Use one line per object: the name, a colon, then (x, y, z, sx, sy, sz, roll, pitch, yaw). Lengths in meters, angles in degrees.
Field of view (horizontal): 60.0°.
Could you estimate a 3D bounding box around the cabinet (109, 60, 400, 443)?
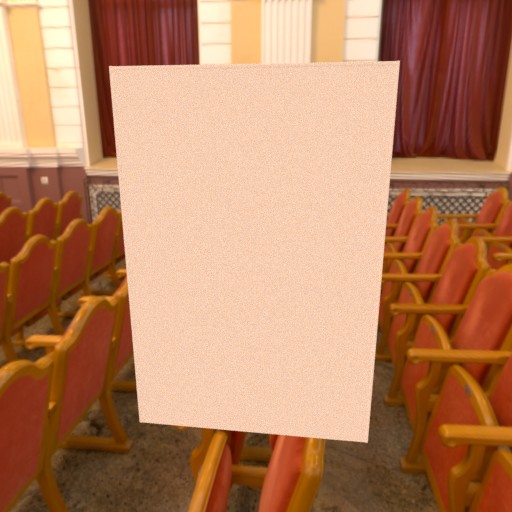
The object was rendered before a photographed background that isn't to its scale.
cabinet: (0.000, 0.000, 2.458, 1.290, 1.910, 0.510, 2, 16, 7)
